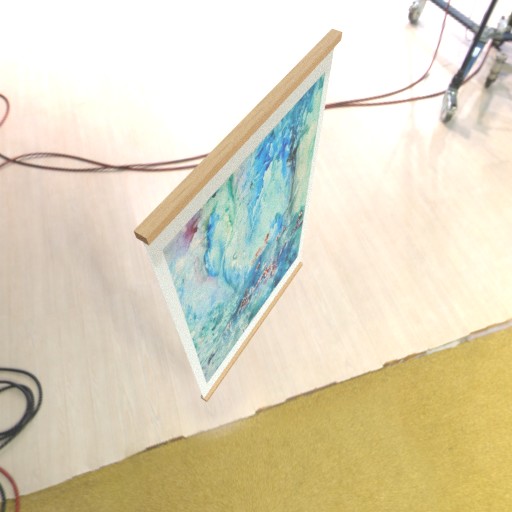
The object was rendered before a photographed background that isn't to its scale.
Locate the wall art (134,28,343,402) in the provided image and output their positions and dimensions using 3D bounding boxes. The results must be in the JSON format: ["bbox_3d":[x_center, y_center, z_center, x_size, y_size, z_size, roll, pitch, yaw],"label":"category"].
[{"bbox_3d":[0.000,0.000,0.767,0.016,0.611,0.401,29,62,17],"label":"wall art"}]
